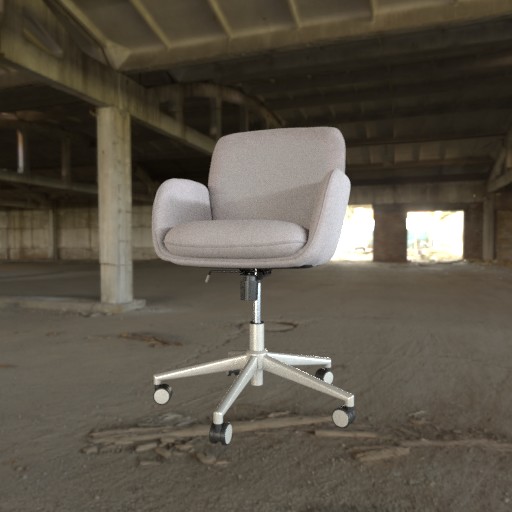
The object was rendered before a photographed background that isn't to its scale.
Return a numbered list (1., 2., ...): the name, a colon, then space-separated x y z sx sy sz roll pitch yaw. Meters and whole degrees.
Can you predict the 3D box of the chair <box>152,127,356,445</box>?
1. chair: 0.000 0.000 1.422 0.648 0.959 0.654 1 2 18
